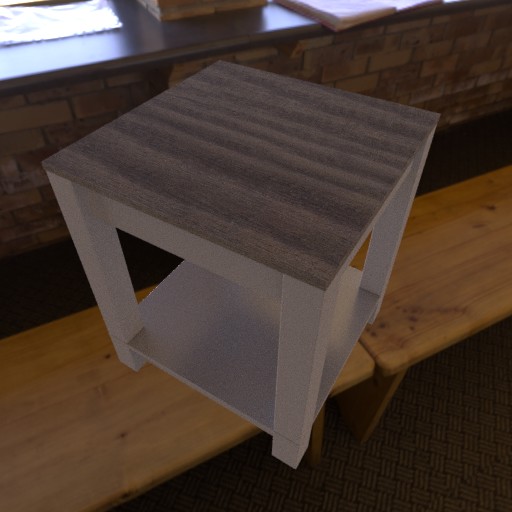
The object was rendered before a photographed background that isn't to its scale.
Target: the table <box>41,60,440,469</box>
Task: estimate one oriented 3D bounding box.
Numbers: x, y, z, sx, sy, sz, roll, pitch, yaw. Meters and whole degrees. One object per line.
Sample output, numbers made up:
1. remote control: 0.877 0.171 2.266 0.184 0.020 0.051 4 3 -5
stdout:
1. table: 0.000 0.000 0.980 0.506 0.587 0.504 23 49 22
